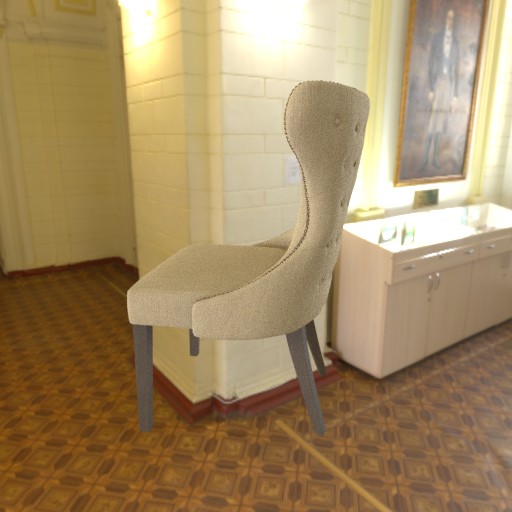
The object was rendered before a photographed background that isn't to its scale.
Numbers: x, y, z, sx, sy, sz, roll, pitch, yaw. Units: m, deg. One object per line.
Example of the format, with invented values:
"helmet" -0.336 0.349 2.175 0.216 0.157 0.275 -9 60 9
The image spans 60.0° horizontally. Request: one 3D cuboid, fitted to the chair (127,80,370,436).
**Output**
"chair" 0.000 0.000 1.389 0.635 0.967 0.628 2 15 9
